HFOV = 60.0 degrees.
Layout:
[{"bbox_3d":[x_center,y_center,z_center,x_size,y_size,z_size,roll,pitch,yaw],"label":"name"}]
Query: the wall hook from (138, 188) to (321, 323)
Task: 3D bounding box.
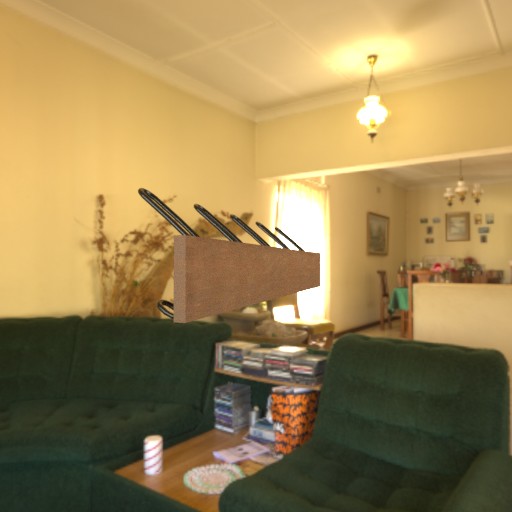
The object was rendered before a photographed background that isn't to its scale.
[{"bbox_3d":[0.000,0.000,0.599,0.076,0.116,0.554,0,-1,18],"label":"wall hook"}]
